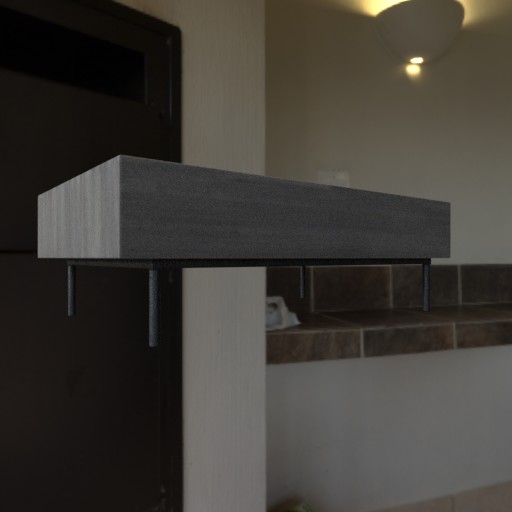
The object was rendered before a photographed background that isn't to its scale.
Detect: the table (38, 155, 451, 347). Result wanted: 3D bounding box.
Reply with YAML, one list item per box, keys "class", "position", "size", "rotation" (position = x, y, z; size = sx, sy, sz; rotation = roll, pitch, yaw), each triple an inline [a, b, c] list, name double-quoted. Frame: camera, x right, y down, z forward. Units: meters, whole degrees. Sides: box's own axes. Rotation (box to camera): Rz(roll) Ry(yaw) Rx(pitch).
- class: "table"
  position: [0.000, 0.000, 1.349]
  size: [1.088, 0.347, 0.643]
  rotation: [0, 0, -38]
